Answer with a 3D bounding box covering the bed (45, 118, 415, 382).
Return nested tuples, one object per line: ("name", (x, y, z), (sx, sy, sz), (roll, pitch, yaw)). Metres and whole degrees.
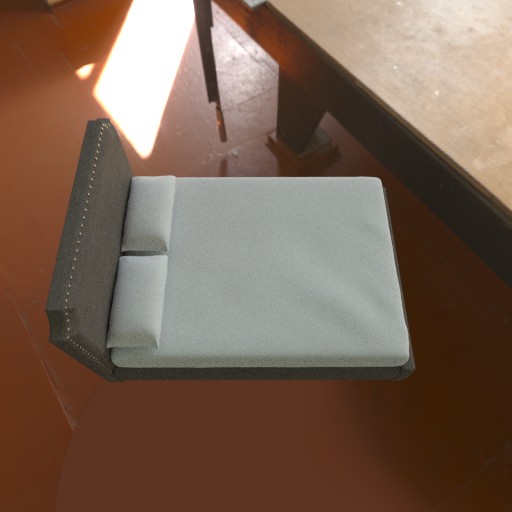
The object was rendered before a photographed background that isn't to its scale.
("bed", (0.000, 0.000, 3.452), (2.381, 1.457, 1.713), (0, 63, 0))
